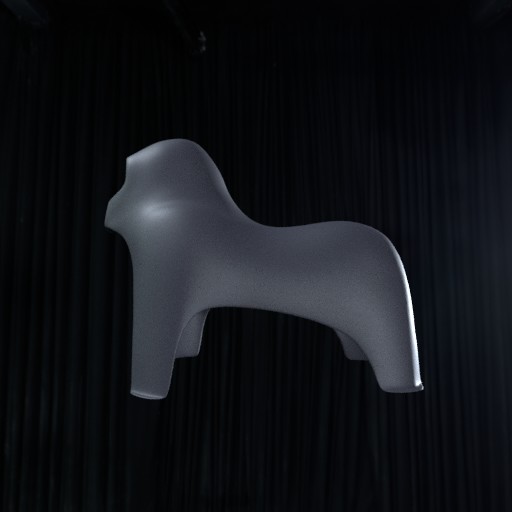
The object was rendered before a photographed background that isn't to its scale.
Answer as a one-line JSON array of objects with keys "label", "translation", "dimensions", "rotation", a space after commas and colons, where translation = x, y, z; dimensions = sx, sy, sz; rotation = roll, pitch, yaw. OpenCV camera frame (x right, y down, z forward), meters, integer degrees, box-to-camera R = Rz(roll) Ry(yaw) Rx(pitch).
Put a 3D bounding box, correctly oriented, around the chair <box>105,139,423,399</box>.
[{"label": "chair", "translation": [0.000, 0.000, 1.145], "dimensions": [0.758, 0.600, 0.490], "rotation": [0, -3, 0]}]
